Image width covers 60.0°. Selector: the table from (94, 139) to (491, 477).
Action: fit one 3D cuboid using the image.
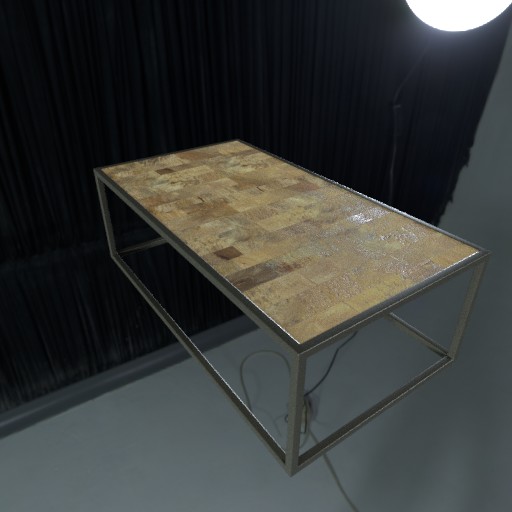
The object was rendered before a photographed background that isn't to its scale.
[{"bbox_3d":[0.000,0.000,1.509,0.649,0.398,1.199,-20,37,-29],"label":"table"}]
